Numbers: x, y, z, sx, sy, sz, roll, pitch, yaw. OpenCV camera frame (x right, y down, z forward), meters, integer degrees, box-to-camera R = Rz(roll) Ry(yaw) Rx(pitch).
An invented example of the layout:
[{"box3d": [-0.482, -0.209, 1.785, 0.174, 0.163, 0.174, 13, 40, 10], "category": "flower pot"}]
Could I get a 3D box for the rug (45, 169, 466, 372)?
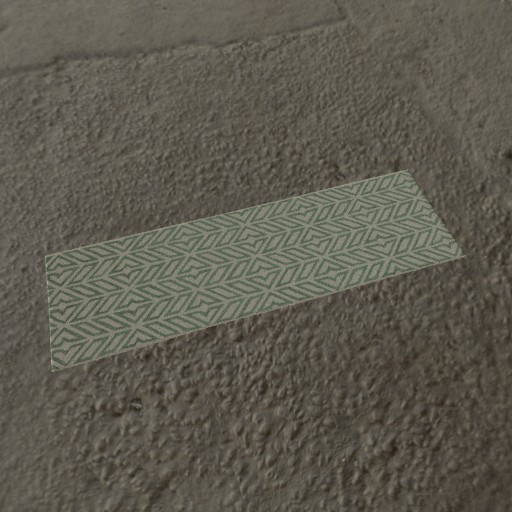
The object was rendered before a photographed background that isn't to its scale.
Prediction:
[{"box3d": [0.000, 0.000, 2.681, 2.435, 0.009, 0.750, -14, 58, -9], "category": "rug"}]
